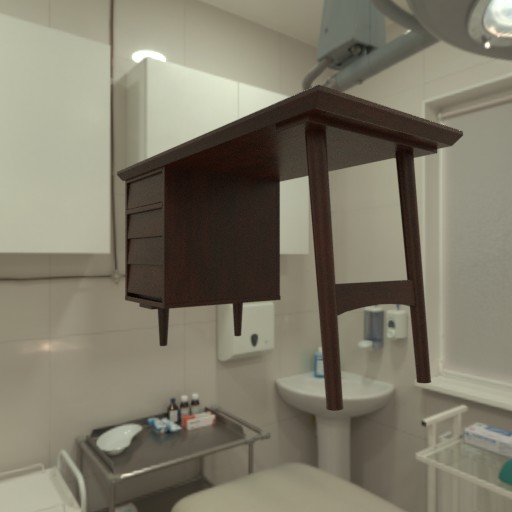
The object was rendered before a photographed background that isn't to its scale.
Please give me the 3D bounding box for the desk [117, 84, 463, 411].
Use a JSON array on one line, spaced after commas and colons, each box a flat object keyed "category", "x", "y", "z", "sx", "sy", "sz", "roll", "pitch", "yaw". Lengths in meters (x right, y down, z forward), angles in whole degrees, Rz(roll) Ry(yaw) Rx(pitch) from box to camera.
[{"category": "desk", "x": 0.000, "y": 0.000, "z": 1.671, "sx": 0.612, "sy": 0.758, "sz": 1.277, "roll": 0, "pitch": 0, "yaw": -37}]
